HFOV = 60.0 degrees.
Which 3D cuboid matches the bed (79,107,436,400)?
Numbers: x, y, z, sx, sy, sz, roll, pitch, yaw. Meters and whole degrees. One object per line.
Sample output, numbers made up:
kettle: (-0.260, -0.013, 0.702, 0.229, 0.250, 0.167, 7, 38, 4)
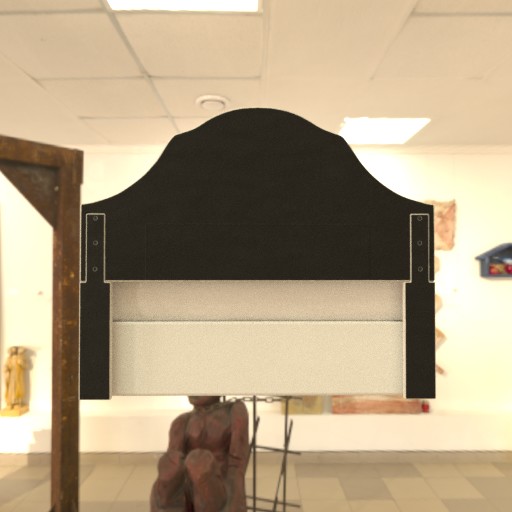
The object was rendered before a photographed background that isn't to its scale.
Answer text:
bed: (0.000, 0.000, 3.670, 2.039, 1.617, 2.477, 0, -1, -1)
